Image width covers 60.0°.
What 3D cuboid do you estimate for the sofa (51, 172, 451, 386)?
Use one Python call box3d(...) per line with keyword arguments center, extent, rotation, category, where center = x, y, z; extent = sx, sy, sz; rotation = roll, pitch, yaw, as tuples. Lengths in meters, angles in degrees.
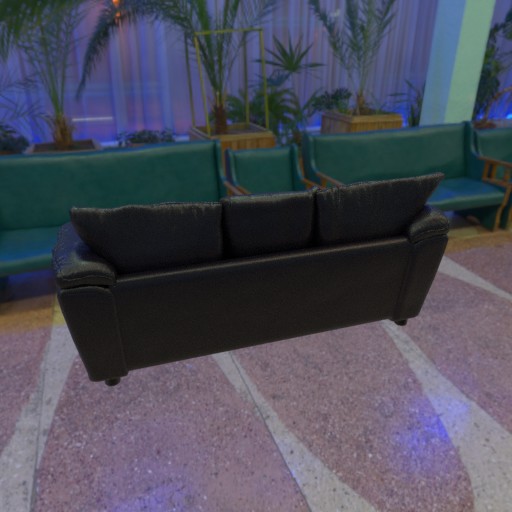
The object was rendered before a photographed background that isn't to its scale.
box3d(center=(0.000, 0.000, 2.834), extent=(2.336, 1.073, 0.880), rotation=(-8, 27, -16), category="sofa")
